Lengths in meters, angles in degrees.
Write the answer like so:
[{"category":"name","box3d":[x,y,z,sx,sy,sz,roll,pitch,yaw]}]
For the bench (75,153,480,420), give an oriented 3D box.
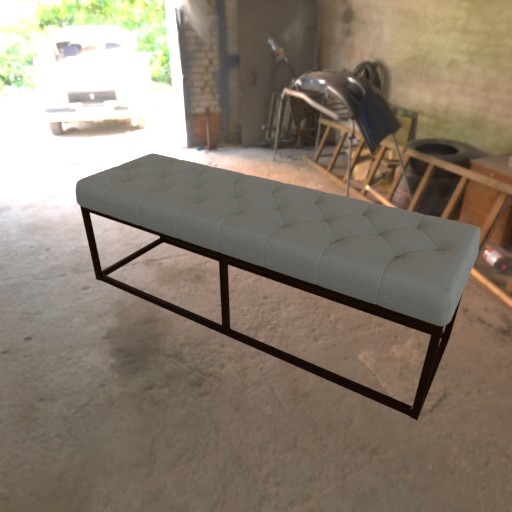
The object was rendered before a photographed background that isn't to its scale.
[{"category":"bench","box3d":[0.000,0.000,1.739,1.488,0.488,0.479,18,35,28]}]
